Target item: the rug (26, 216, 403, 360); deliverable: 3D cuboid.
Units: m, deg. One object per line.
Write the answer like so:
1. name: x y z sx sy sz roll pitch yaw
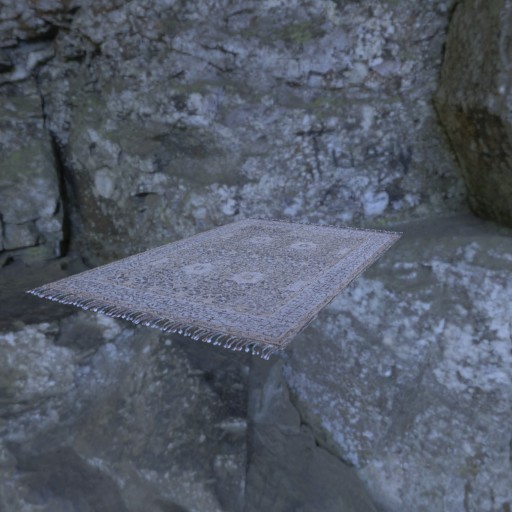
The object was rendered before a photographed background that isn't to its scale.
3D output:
1. rug: 0.000 0.000 2.527 1.237 0.010 2.029 9 18 28
